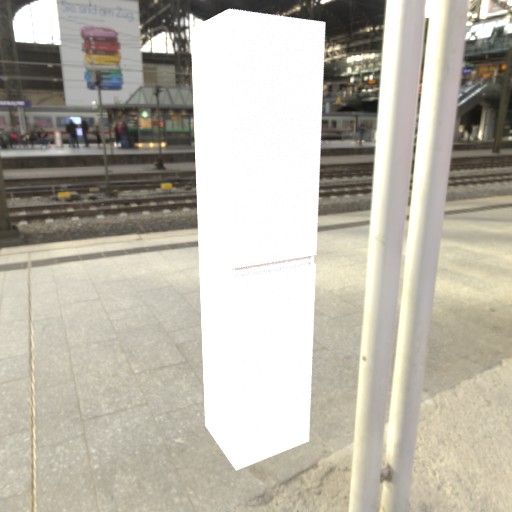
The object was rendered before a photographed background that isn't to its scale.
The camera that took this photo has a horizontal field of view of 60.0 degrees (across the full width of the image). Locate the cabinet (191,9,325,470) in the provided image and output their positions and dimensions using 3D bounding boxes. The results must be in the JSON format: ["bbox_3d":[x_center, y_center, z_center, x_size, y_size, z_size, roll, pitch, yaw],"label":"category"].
[{"bbox_3d":[0.000,0.000,1.488,0.300,1.400,0.269,-9,18,-28],"label":"cabinet"}]
